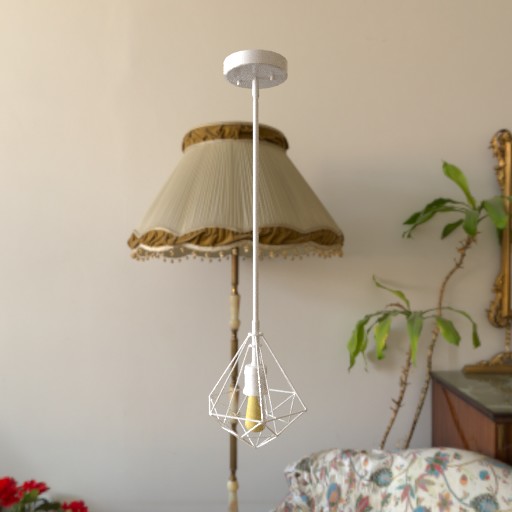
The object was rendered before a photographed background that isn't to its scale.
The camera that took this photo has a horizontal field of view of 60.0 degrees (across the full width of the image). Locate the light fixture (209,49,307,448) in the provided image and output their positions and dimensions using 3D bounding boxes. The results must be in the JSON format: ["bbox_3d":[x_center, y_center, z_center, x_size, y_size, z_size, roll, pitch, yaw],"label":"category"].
[{"bbox_3d":[0.000,0.000,2.038,0.487,1.764,0.431,0,0,-36],"label":"light fixture"}]
